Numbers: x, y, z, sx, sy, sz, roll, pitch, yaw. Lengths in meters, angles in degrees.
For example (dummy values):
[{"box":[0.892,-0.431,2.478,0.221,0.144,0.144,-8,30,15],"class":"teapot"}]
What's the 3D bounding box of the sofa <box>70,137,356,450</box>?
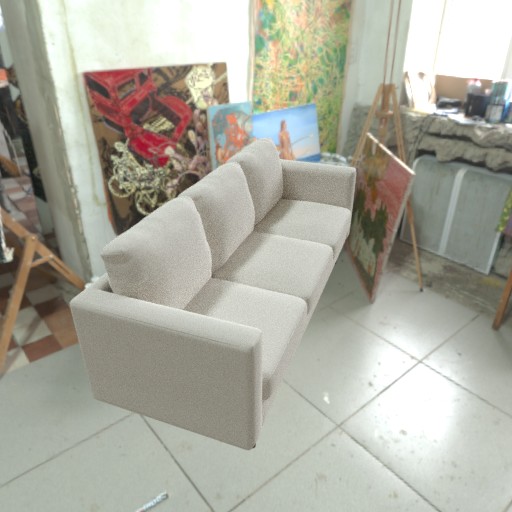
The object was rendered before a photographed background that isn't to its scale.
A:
[{"box":[0.000,0.000,2.533,0.802,0.912,2.029,11,31,18],"class":"sofa"}]
